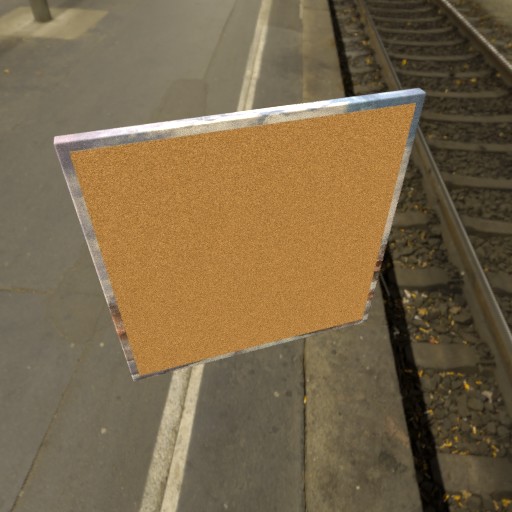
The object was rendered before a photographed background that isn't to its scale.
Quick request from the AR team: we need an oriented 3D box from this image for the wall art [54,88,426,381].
[{"bbox_3d":[0.000,0.000,1.328,0.888,0.897,0.035,-12,44,-13],"label":"wall art"}]
